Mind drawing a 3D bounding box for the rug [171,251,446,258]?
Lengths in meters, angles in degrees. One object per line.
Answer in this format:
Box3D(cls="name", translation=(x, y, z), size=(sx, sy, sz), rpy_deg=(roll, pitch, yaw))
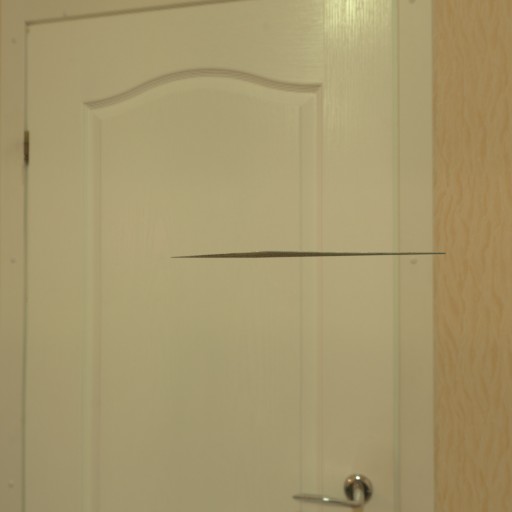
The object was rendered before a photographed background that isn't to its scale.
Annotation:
Box3D(cls="rug", translation=(0.000, 0.000, 2.553), size=(0.684, 0.009, 2.275), rpy_deg=(0, -1, -18))
